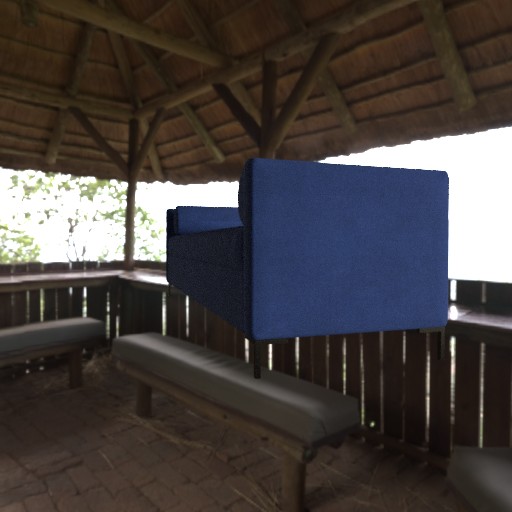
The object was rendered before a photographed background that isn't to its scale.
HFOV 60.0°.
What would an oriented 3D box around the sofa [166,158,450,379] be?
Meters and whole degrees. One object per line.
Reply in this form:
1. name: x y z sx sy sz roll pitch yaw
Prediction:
1. sofa: 0.000 0.000 2.275 0.686 0.635 1.981 -1 2 -18
